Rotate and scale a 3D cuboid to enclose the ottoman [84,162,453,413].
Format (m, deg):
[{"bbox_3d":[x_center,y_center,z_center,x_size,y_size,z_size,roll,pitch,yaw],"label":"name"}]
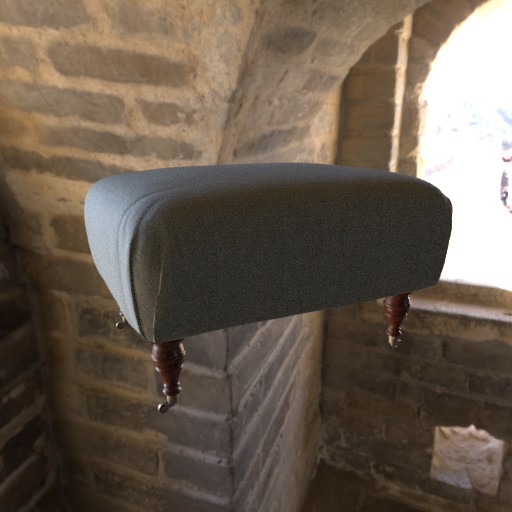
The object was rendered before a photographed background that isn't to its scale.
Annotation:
[{"bbox_3d":[0.000,0.000,1.110,0.747,0.450,0.622,-8,17,-26],"label":"ottoman"}]
